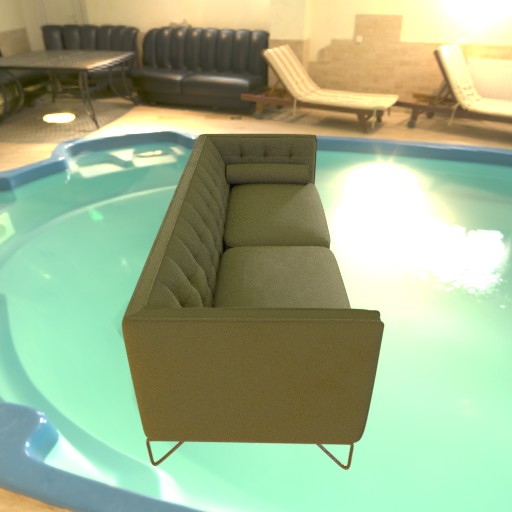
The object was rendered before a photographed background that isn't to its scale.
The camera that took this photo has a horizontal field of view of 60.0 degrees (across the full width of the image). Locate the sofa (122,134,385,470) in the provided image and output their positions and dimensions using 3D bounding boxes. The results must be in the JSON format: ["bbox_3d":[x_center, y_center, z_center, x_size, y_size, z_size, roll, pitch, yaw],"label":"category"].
[{"bbox_3d":[0.000,0.000,2.472,0.867,0.789,2.087,0,31,0],"label":"sofa"}]
